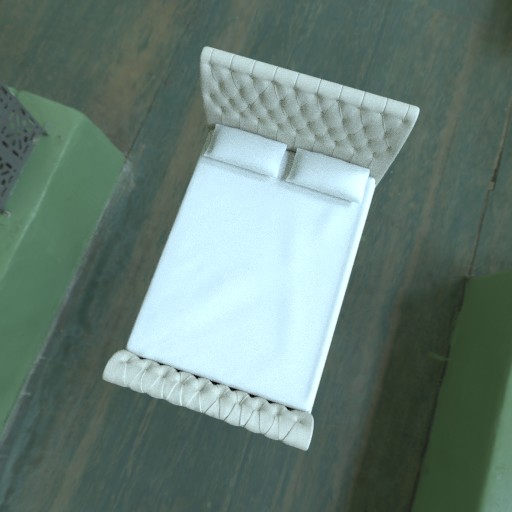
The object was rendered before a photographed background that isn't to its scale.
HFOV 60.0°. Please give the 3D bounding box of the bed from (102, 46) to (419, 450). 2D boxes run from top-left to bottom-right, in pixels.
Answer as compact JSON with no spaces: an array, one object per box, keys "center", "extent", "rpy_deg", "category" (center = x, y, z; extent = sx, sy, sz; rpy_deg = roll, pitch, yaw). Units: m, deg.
[{"center":[0.000,0.000,3.479],"extent":[1.606,1.268,2.493],"rpy_deg":[18,77,4],"category":"bed"}]
